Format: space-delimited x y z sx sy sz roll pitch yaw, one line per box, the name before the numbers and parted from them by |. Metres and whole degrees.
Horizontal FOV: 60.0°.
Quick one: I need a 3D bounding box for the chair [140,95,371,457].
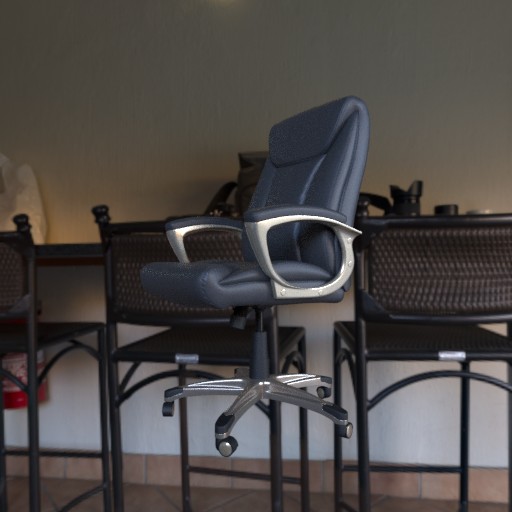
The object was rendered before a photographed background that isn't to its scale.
chair | 0.000 0.000 1.641 0.748 1.188 0.694 0 0 -36
